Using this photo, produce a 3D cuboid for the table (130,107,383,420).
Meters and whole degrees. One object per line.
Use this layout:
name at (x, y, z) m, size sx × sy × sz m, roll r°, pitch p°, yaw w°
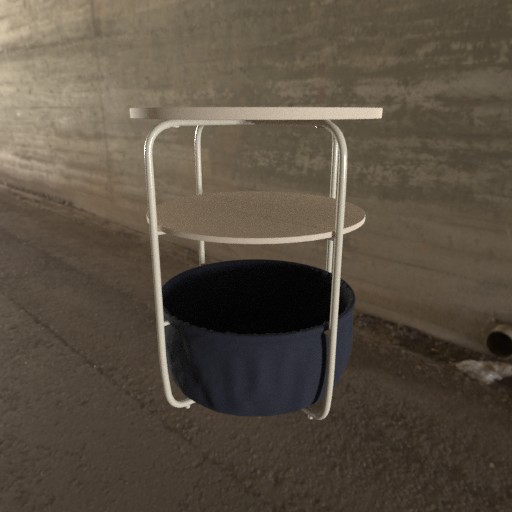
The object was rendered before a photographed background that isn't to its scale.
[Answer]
table at (0.000, 0.000, 0.842) m, size 0.418 × 0.532 × 0.418 m, roll 2°, pitch 18°, yaw 7°
